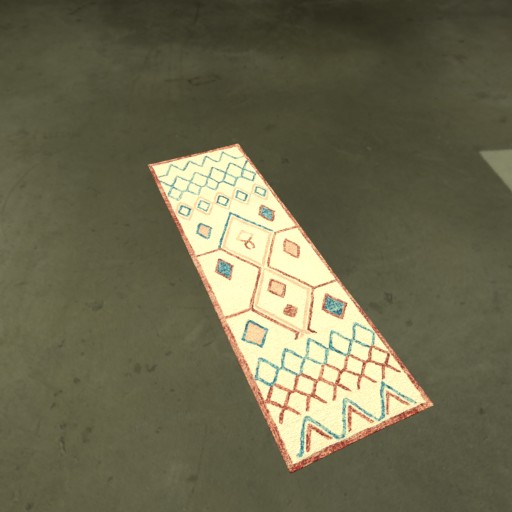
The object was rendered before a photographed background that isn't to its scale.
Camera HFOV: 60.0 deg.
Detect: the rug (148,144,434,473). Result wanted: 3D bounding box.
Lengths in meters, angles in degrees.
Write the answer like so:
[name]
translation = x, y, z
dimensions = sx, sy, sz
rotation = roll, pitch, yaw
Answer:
[rug]
translation = 0.000, 0.000, 2.734
dimensions = 0.750, 0.011, 2.435
rotation = -17, 49, -16
